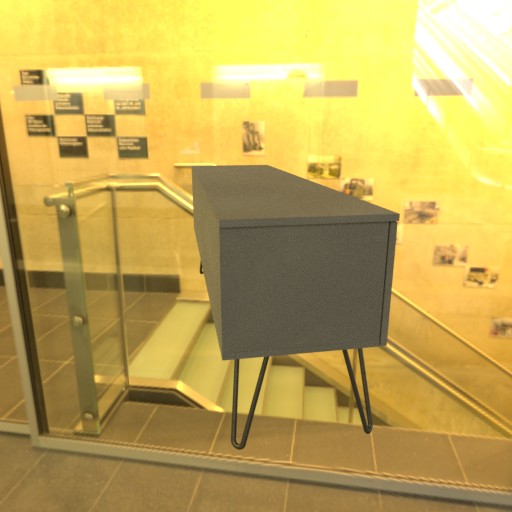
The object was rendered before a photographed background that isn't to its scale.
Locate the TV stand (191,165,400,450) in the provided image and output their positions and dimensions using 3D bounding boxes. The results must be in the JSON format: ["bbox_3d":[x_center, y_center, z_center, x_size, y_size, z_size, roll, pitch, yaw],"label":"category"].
[{"bbox_3d":[0.000,0.000,1.651,0.400,0.560,1.400,-3,16,-10],"label":"TV stand"}]
